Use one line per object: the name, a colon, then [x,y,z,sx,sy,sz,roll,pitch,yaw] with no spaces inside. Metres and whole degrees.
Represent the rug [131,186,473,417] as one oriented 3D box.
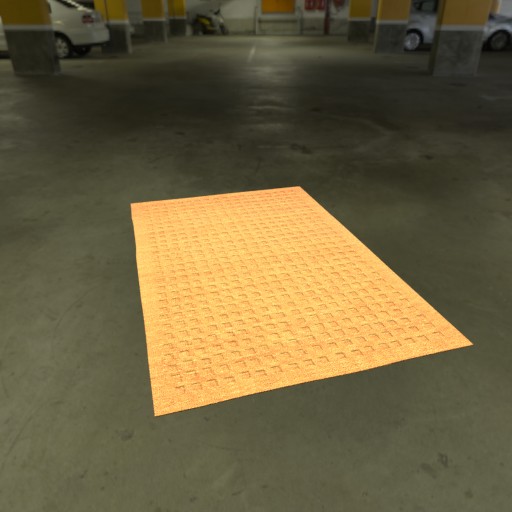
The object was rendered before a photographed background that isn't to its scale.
rug: [0.000,0.000,2.202,1.143,0.006,1.747,-8,30,-14]
